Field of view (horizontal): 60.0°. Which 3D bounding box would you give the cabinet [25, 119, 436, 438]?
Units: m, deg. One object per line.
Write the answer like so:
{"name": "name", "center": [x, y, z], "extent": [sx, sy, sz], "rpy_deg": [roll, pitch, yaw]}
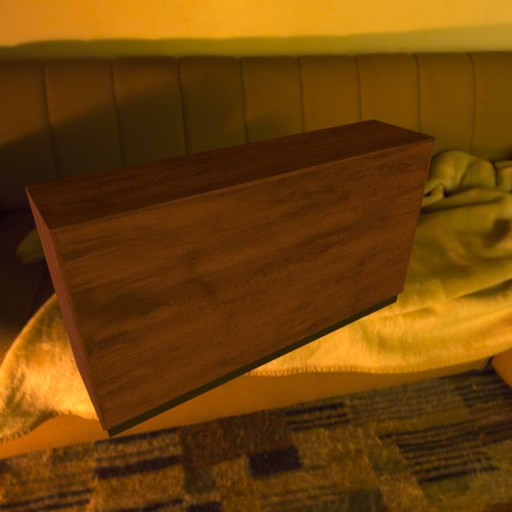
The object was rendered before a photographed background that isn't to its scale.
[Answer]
{"name": "cabinet", "center": [0.000, 0.000, 1.948], "extent": [1.600, 0.900, 0.420], "rpy_deg": [-18, 36, -28]}
